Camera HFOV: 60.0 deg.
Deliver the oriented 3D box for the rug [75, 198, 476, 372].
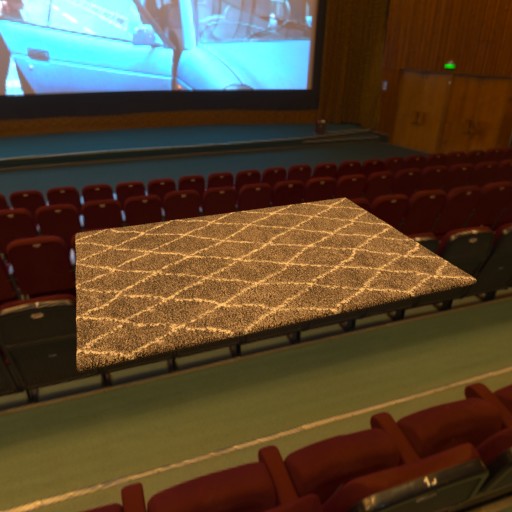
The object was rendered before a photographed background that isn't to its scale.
[{"bbox_3d":[0.000,0.000,2.325,1.778,0.030,1.219,-9,29,-18],"label":"rug"}]
